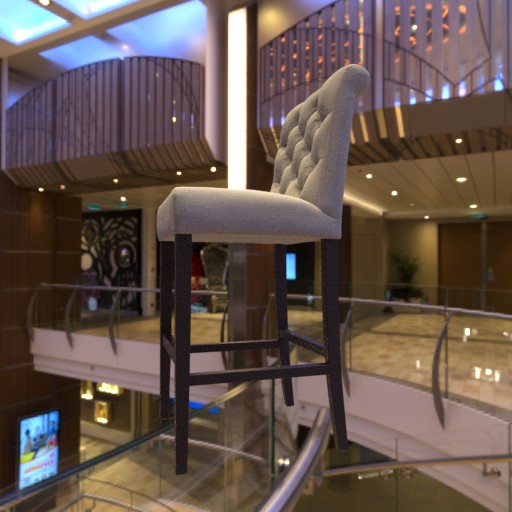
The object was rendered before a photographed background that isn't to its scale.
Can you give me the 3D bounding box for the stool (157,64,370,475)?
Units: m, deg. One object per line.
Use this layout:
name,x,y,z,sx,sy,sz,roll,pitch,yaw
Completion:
stool,0.000,0.000,1.444,0.601,1.140,0.493,0,-1,-17
